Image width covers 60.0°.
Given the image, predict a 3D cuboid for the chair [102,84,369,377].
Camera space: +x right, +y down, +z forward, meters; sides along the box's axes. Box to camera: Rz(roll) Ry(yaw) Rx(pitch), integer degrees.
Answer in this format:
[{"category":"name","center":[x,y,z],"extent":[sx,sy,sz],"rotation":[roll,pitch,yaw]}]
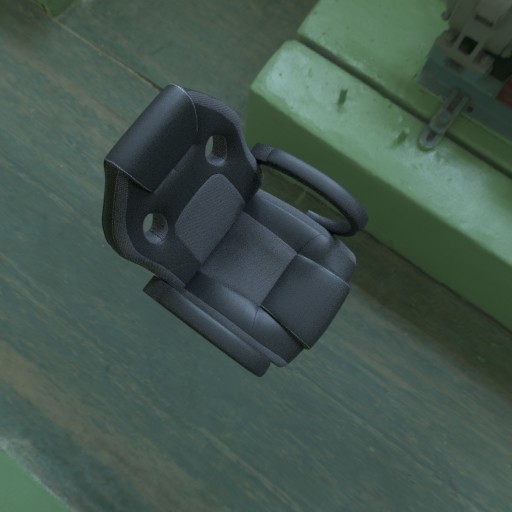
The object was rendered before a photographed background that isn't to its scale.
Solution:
[{"category":"chair","center":[0.000,0.000,1.585],"extent":[0.724,1.187,0.673],"rotation":[35,79,8]}]
